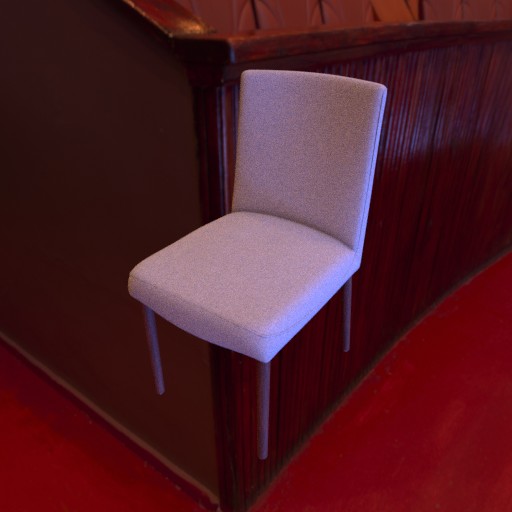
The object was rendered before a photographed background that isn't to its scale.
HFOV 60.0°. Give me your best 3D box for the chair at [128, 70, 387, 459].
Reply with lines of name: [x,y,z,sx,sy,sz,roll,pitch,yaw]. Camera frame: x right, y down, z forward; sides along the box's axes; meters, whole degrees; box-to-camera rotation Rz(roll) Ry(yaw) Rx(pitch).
chair: [0.000,0.000,1.195,0.456,0.859,0.570,20,36,30]
